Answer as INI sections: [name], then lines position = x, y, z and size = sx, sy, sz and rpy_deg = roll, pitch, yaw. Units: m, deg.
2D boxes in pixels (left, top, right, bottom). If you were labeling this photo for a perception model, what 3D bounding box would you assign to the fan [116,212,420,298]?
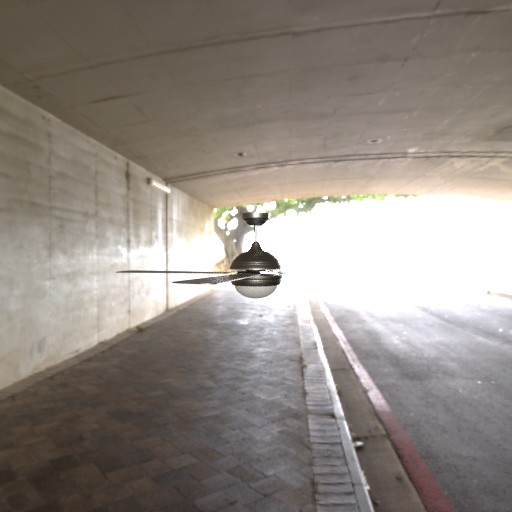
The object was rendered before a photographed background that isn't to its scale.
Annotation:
[fan]
position = 0.000, 0.000, 1.988
size = 1.321, 0.381, 1.321
rpy_deg = 0, 1, 37
